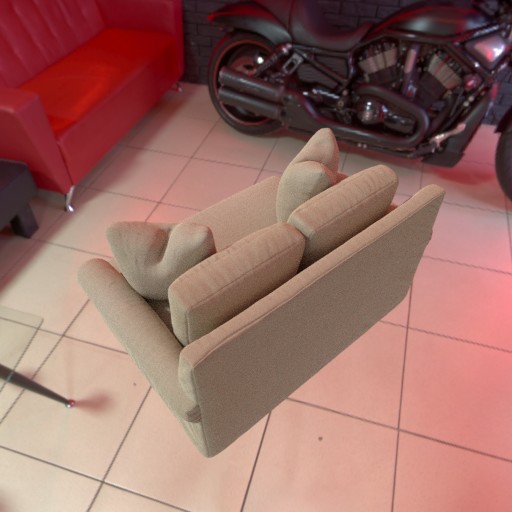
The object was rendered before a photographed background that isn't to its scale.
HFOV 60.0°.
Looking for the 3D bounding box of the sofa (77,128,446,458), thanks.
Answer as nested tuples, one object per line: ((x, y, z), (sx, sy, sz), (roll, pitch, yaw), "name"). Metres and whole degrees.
((0.000, 0.000, 2.247), (1.550, 0.905, 1.070), (-31, 53, -27), "sofa")
